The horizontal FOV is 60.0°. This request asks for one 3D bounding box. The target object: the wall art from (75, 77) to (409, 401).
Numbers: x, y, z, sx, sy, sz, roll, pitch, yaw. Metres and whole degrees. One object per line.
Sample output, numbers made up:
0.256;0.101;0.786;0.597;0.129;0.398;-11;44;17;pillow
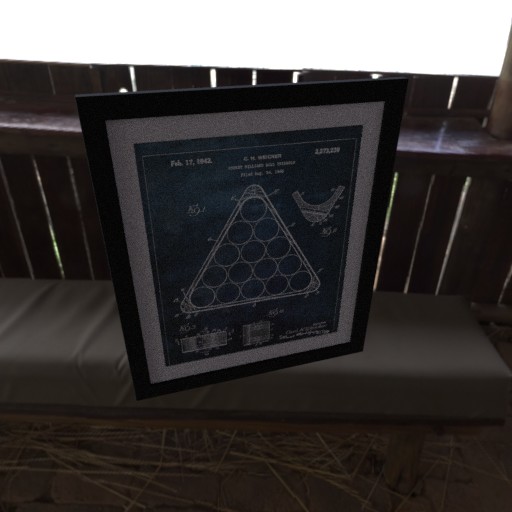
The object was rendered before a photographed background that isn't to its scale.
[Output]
0.000;0.000;0.496;0.311;0.361;0.010;-9;32;-14;wall art
